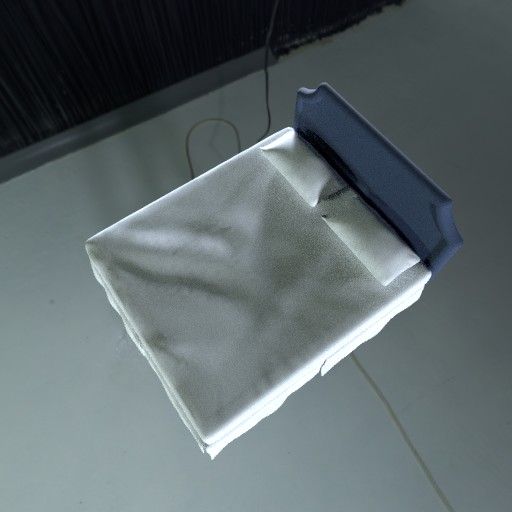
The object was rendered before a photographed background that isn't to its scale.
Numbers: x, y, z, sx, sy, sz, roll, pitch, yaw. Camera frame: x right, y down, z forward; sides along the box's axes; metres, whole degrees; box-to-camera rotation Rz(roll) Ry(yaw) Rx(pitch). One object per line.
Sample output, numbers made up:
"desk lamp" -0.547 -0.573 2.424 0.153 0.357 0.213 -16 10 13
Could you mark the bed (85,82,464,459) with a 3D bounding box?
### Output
"bed" 0.000 0.000 4.177 2.773 1.488 2.350 -33 68 -15
